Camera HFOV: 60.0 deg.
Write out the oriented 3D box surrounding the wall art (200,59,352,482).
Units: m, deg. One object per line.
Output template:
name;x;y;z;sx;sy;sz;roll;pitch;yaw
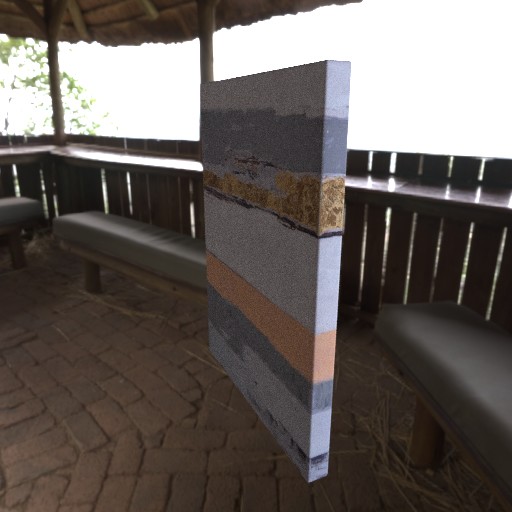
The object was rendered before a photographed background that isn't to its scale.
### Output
wall art;0.000;0.000;0.803;0.038;0.609;0.456;-8;19;-24
